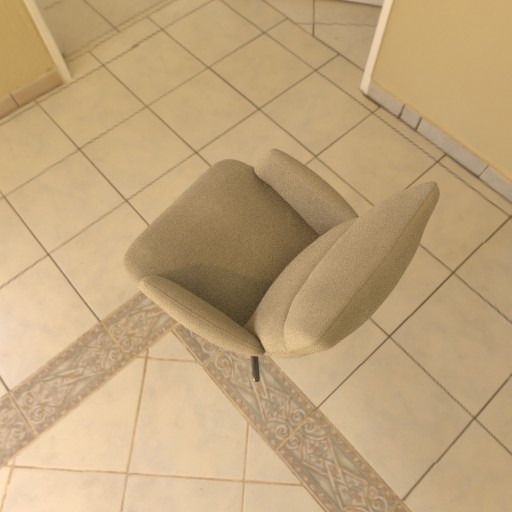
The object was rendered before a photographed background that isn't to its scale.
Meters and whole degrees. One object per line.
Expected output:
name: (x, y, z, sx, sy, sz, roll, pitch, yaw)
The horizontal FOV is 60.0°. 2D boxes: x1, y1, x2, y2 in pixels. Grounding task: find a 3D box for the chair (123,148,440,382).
chair: (0.000, 0.000, 1.592, 0.889, 1.016, 0.711, 36, 70, 15)
